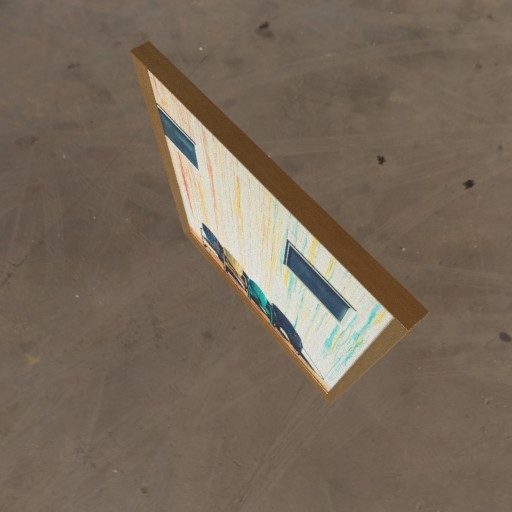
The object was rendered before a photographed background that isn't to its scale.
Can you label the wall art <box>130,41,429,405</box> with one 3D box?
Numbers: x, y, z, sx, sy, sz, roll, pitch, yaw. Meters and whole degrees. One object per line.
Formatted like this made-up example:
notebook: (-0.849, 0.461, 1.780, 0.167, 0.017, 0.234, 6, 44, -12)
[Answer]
wall art: (0.000, 0.000, 0.446, 0.019, 0.302, 0.302, -36, 69, -16)
